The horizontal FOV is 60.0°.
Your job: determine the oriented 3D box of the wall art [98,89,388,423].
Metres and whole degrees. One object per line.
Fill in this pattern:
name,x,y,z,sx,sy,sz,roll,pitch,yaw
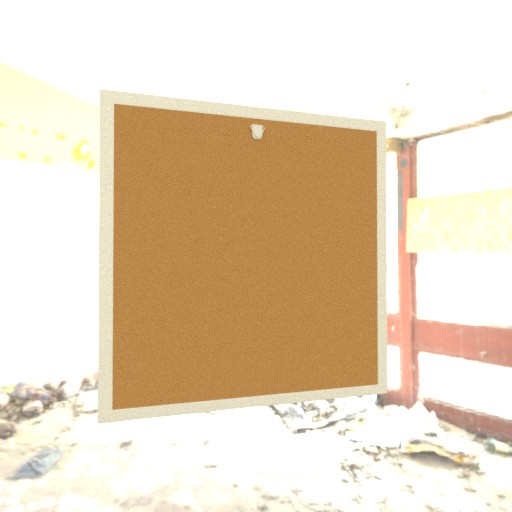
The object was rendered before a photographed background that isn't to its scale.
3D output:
wall art,0.000,0.000,1.139,0.761,0.762,0.050,0,-1,-18
